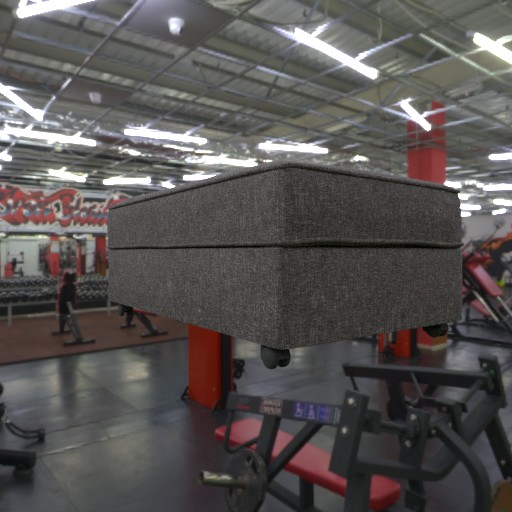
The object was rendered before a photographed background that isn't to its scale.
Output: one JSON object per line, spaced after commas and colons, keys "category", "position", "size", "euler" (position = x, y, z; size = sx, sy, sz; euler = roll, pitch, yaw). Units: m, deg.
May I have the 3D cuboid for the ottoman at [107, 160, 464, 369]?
{"category": "ottoman", "position": [0.000, 0.000, 1.575], "size": [0.717, 0.487, 1.184], "euler": [0, 1, -36]}
